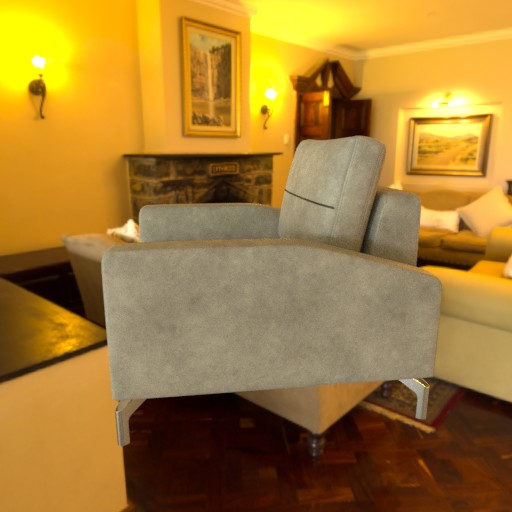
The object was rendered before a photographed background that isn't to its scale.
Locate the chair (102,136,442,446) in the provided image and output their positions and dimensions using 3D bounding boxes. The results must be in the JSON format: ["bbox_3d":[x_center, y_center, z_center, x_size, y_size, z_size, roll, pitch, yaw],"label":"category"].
[{"bbox_3d":[0.000,0.000,1.551,0.900,0.800,0.900,-2,14,-8],"label":"chair"}]
